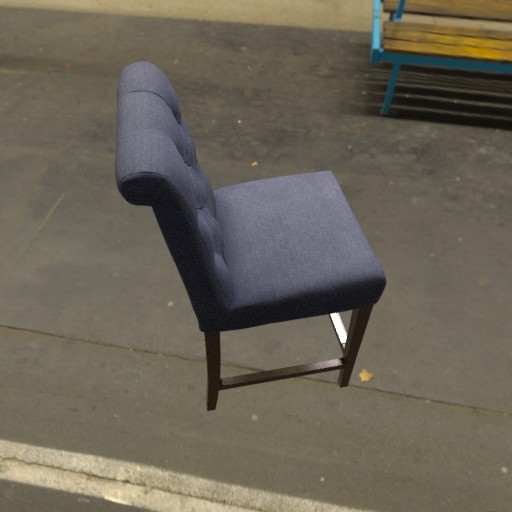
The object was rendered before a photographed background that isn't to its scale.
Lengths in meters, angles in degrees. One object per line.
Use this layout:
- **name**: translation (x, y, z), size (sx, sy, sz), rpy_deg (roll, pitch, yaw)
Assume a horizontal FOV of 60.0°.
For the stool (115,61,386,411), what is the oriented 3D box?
- **stool**: translation (0.000, 0.000, 1.313), size (0.601, 1.010, 0.493), rpy_deg (-8, 48, -8)
